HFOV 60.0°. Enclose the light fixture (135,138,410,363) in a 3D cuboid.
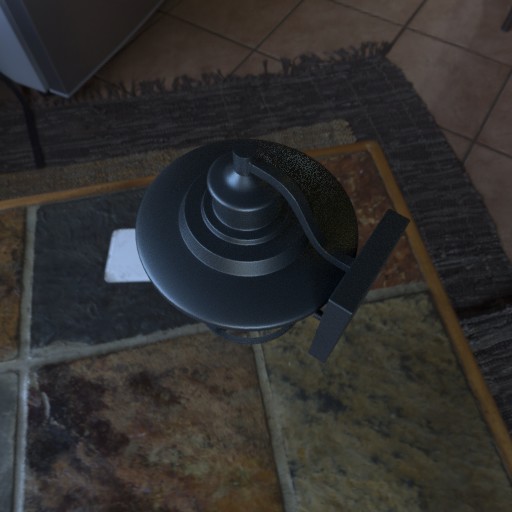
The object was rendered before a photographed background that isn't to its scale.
[{"bbox_3d":[0.000,0.000,0.502,0.252,0.345,0.222,31,67,15],"label":"light fixture"}]
